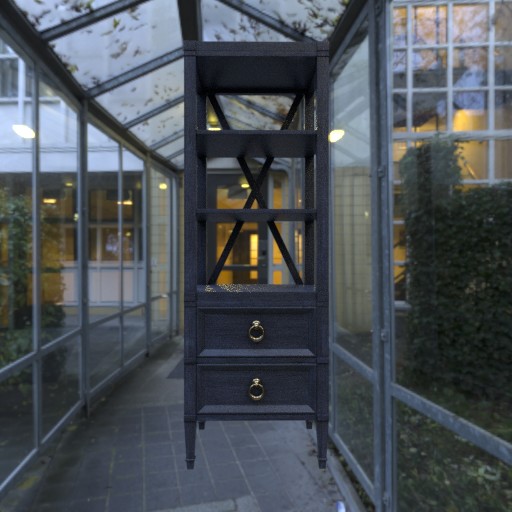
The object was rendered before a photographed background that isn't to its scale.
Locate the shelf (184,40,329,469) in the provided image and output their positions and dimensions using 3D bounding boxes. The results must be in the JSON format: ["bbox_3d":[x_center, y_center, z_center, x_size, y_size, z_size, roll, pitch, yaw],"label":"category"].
[{"bbox_3d":[0.000,0.000,2.007,0.584,1.727,0.472,0,0,-1],"label":"shelf"}]
